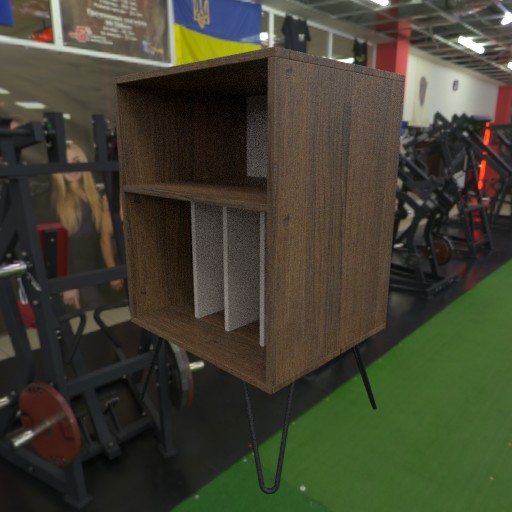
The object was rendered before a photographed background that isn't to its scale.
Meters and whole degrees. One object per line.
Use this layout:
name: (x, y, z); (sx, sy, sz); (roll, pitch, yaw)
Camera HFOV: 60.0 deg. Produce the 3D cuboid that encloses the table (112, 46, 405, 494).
table: (0.000, 0.000, 1.144); (0.526, 0.866, 0.457); (14, 20, 43)
